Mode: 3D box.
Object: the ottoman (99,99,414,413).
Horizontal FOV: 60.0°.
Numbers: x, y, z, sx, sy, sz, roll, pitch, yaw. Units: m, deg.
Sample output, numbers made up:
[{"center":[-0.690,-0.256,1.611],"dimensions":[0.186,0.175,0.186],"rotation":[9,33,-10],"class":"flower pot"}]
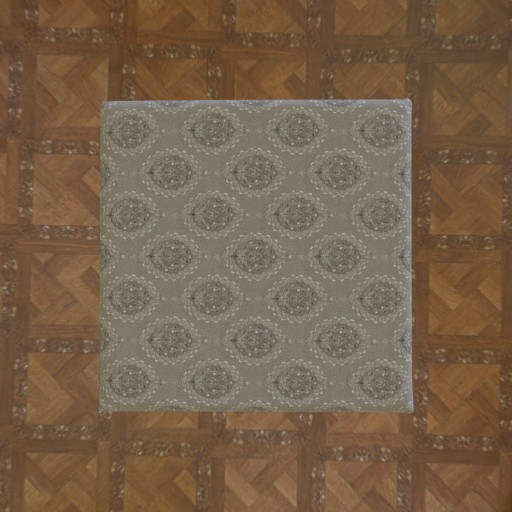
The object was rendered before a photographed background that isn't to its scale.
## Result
[{"center":[0.000,0.000,1.402],"dimensions":[0.890,0.411,0.889],"rotation":[0,90,1],"class":"ottoman"}]
